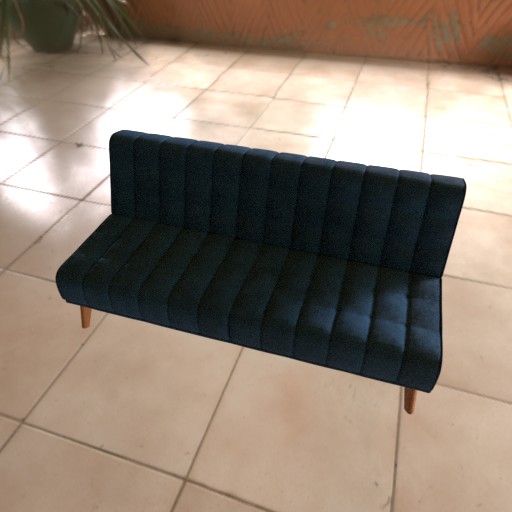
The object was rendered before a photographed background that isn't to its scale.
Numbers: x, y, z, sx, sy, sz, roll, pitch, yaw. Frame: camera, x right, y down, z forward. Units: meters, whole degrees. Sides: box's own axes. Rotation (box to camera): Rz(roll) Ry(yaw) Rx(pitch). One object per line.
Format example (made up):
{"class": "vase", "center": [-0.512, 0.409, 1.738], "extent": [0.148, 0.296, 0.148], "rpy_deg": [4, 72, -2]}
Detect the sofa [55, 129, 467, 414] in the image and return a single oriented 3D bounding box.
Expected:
{"class": "sofa", "center": [0.000, 0.000, 2.245], "extent": [1.804, 0.813, 0.855], "rpy_deg": [11, 42, 13]}
